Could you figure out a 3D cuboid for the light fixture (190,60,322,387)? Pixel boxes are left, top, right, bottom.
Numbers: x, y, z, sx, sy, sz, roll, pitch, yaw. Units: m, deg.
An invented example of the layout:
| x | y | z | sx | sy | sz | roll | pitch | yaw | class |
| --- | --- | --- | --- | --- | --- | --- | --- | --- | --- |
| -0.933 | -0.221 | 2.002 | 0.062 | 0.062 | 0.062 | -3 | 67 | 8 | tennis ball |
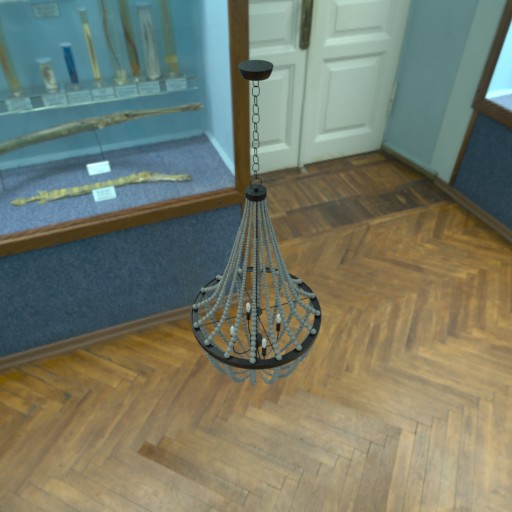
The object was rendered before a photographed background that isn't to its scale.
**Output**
| x | y | z | sx | sy | sz | roll | pitch | yaw | class |
| --- | --- | --- | --- | --- | --- | --- | --- | --- | --- |
| 0.000 | 0.000 | 1.364 | 0.450 | 1.133 | 0.450 | 0 | 41 | 0 | light fixture |
